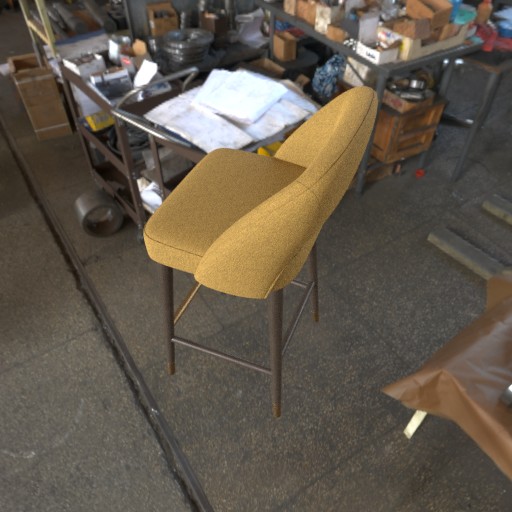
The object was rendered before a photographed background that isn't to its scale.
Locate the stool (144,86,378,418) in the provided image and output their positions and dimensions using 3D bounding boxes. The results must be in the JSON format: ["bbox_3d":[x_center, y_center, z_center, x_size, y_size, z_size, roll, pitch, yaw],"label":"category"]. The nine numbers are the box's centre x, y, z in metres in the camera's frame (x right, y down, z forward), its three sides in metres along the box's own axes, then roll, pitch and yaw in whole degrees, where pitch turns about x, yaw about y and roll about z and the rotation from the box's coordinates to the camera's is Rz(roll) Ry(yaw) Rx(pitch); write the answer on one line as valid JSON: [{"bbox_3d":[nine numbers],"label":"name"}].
[{"bbox_3d":[0.000,0.000,1.353,0.522,1.032,0.536,17,49,16],"label":"stool"}]
